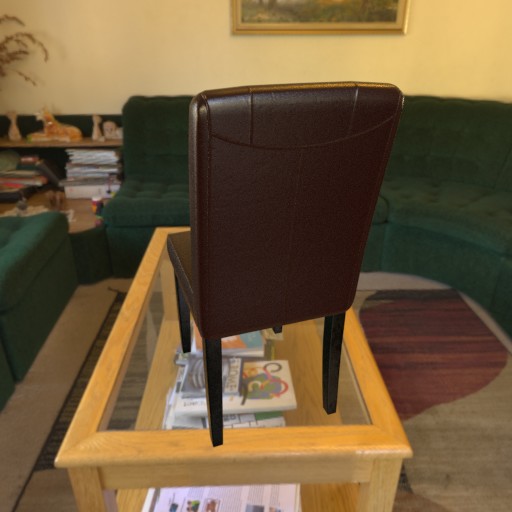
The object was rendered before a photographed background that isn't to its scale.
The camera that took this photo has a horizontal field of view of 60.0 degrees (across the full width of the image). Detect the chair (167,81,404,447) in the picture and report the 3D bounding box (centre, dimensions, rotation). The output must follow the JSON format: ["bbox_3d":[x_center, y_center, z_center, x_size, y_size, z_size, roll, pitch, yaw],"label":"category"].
[{"bbox_3d":[0.000,0.000,1.172,0.399,0.897,0.556,-9,28,-17],"label":"chair"}]
